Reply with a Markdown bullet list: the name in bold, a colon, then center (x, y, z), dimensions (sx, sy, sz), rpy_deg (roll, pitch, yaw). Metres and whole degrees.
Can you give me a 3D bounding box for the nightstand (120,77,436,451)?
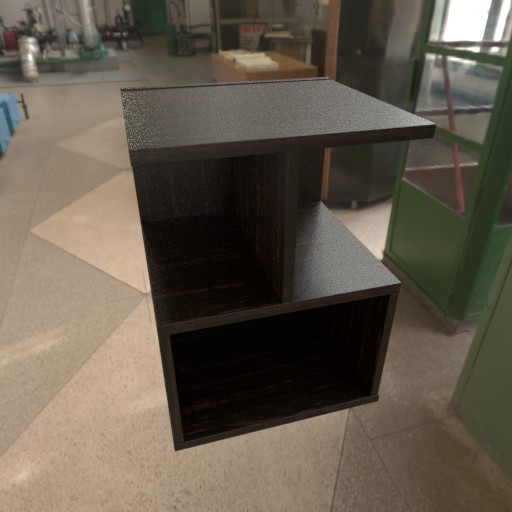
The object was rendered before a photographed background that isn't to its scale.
- **nightstand**: center (0.000, 0.000, 0.835), dimensions (0.400, 0.559, 0.356), rpy_deg (-9, 32, -14)
